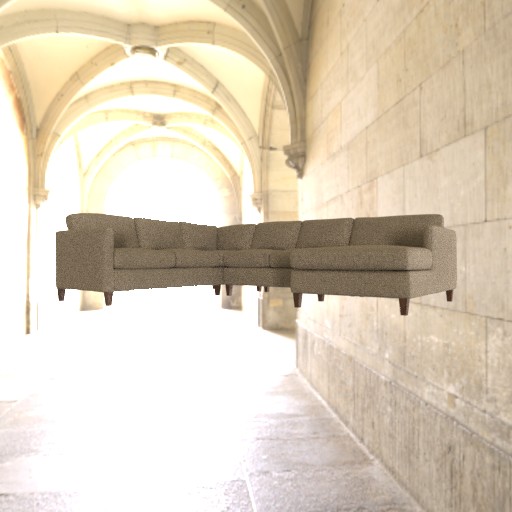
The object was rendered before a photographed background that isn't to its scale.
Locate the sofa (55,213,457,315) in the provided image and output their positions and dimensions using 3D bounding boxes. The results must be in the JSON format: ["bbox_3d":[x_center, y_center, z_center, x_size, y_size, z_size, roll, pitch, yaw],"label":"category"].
[{"bbox_3d":[0.000,0.000,4.684,3.460,0.959,2.593,0,-1,36],"label":"sofa"}]
